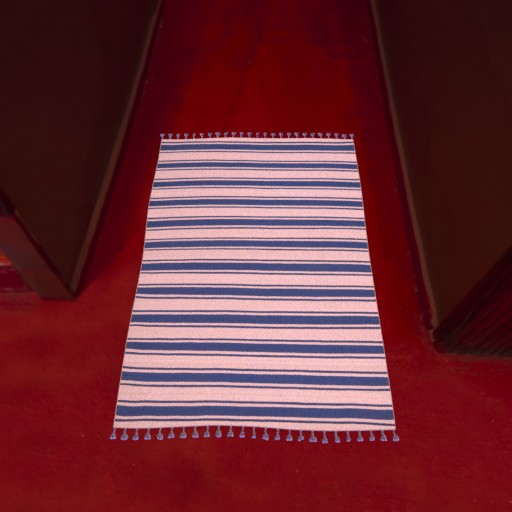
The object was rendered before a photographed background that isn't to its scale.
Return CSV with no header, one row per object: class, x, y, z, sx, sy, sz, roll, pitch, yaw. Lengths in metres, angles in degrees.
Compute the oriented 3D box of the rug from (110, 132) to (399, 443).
rug,0.000,0.000,2.954,1.544,0.010,2.315,0,59,0
